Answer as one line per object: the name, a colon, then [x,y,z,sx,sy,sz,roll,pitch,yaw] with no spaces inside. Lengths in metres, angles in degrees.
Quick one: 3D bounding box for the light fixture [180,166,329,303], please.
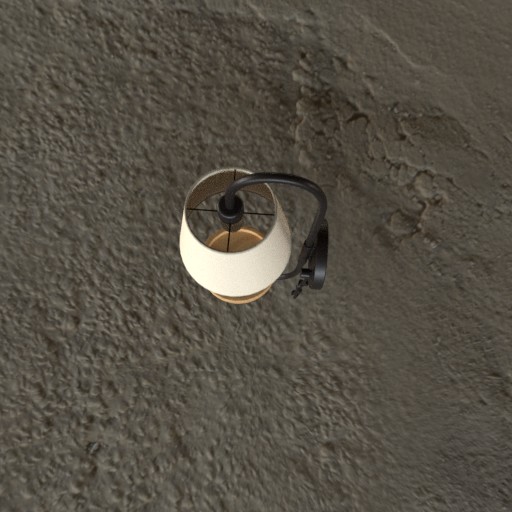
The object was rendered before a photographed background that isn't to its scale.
light fixture: [0.000,0.000,0.967,0.299,0.821,0.220,4,75,1]
